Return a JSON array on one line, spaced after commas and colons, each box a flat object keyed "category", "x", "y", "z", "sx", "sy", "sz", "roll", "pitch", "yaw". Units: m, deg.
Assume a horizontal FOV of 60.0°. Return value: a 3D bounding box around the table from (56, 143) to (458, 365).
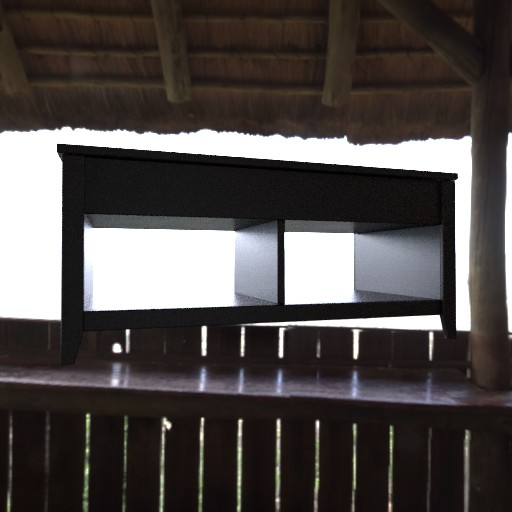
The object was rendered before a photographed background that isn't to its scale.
[{"category": "table", "x": 0.000, "y": 0.000, "z": 1.291, "sx": 1.016, "sy": 0.457, "sz": 0.483, "roll": 0, "pitch": -1, "yaw": -18}]
